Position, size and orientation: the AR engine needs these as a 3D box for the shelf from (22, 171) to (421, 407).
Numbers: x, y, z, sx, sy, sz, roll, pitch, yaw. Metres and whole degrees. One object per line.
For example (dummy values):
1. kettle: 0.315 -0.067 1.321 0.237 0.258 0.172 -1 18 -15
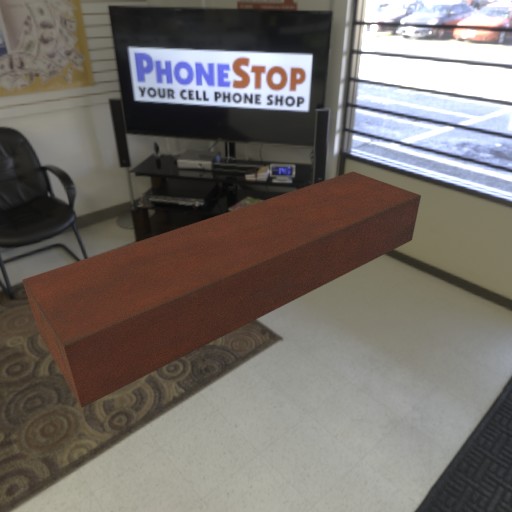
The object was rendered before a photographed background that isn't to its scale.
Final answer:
1. shelf: 0.000 0.000 0.673 0.607 0.088 0.152 -22 37 -33
